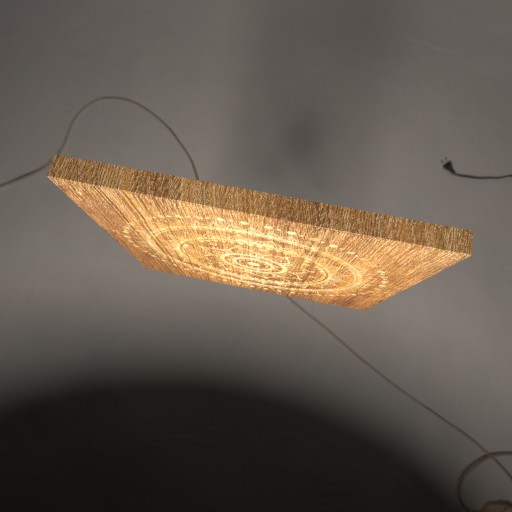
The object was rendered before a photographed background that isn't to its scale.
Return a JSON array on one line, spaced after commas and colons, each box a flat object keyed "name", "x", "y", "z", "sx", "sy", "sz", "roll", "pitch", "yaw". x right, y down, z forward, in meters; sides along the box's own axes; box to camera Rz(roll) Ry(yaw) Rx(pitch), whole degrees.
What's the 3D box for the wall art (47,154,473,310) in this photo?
[{"name": "wall art", "x": 0.000, "y": 0.000, "z": 0.918, "sx": 0.611, "sy": 0.608, "sz": 0.042, "roll": 10, "pitch": 76, "yaw": 3}]
